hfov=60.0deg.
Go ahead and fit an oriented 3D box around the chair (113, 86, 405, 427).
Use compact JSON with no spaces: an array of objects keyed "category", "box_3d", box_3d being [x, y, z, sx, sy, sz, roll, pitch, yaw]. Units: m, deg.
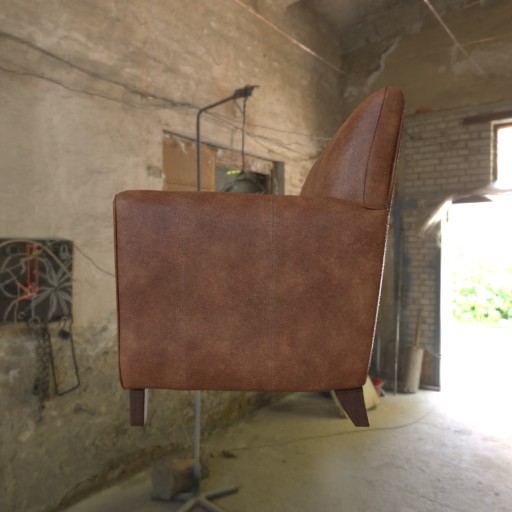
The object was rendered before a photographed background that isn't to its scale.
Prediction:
[{"category":"chair","box_3d":[0.000,0.000,1.597,0.823,0.943,0.870,0,2,0]}]
